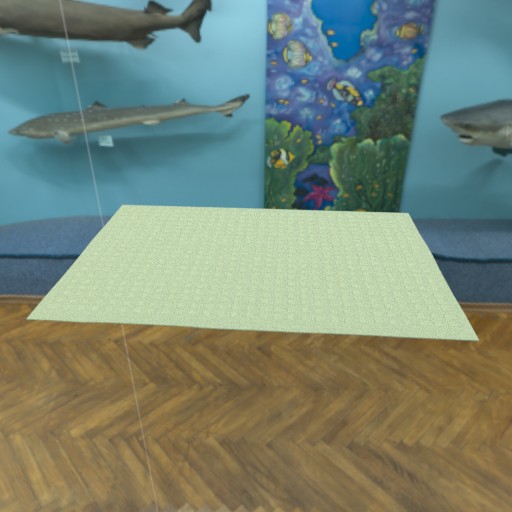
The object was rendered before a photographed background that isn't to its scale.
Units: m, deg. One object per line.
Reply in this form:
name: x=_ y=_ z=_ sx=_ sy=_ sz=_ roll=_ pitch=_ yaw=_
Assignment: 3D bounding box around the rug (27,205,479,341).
rug: x=0.000 y=0.000 z=2.198 sx=1.747 sy=0.006 sz=1.143 roll=2 pitch=30 yaw=4
